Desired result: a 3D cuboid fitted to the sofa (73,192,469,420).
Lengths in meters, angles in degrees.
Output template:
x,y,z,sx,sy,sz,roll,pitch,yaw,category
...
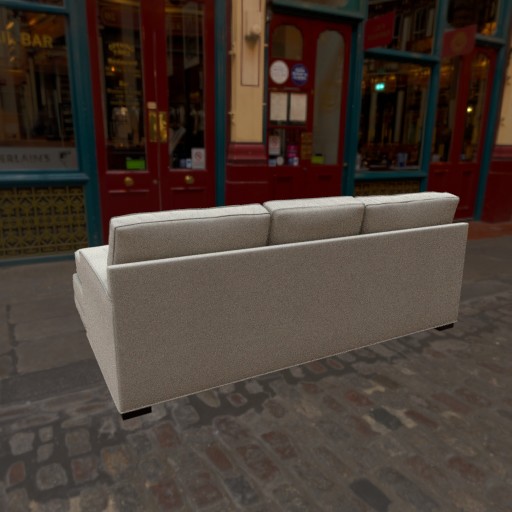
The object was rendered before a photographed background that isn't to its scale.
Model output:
x,y,z,sx,sy,sz,roll,pitch,yaw,category
0.000,0.000,2.848,2.087,0.861,1.496,-8,16,-27,sofa
